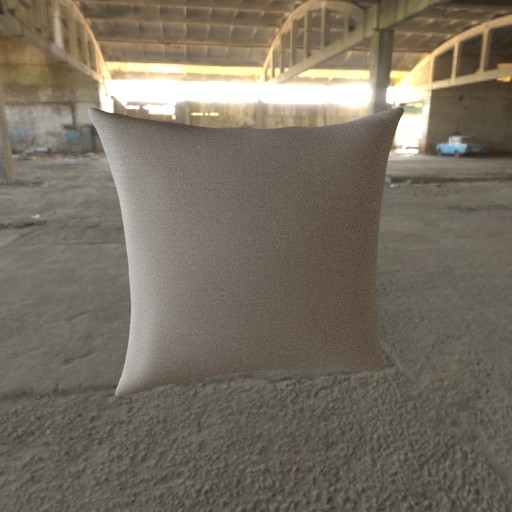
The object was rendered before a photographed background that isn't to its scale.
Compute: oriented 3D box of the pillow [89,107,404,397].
[{"bbox_3d":[0.000,0.000,0.776,0.512,0.497,0.204,-3,16,-9],"label":"pillow"}]
